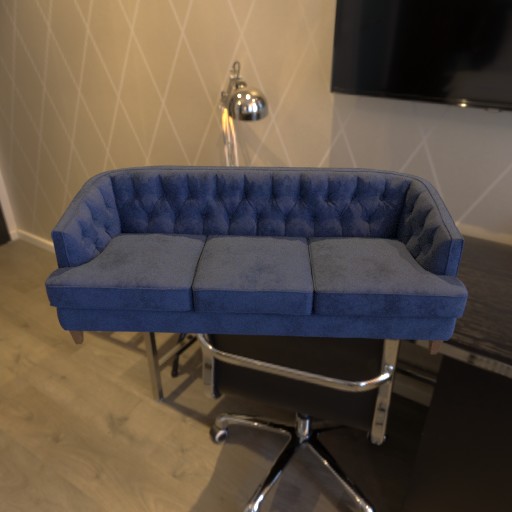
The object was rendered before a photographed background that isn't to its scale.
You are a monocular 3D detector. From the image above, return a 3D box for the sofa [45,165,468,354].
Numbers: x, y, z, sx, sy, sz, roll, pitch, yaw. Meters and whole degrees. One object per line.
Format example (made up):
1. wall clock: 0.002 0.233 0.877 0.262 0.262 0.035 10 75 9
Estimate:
1. sofa: 0.000 0.000 2.743 2.278 0.855 0.941 1 29 2
